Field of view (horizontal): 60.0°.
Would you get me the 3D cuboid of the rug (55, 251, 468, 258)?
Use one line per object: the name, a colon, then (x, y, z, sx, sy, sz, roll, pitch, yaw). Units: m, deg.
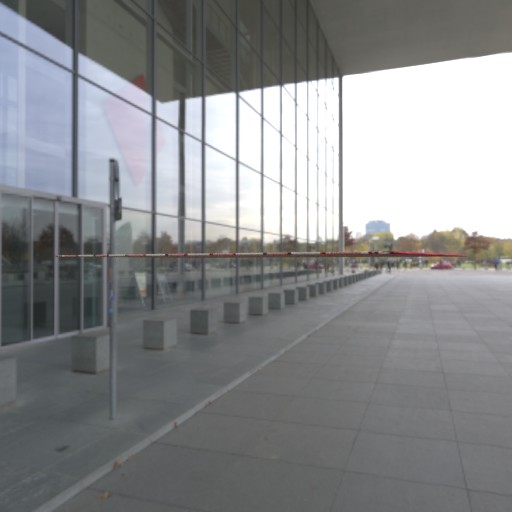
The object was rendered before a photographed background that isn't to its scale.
rug: (0.000, 0.000, 3.081, 2.431, 0.010, 1.535, 0, -1, 35)
